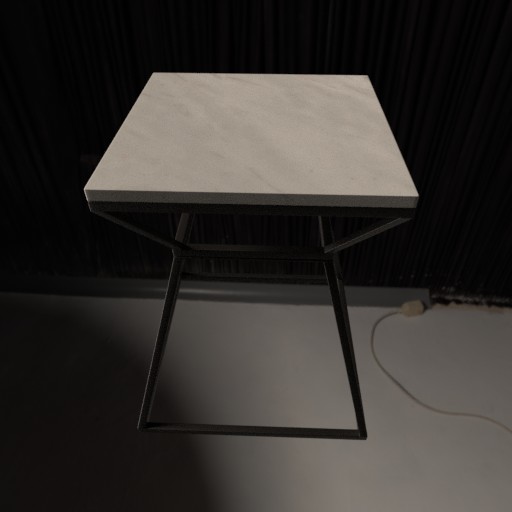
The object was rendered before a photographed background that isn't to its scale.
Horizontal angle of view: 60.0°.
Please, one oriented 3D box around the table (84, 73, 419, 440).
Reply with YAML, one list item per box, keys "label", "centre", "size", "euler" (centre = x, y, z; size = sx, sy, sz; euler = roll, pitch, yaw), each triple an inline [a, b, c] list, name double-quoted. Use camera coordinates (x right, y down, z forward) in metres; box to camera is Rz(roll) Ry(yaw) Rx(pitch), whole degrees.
- label: "table"
  centre: [0.000, 0.000, 0.869]
  size: [0.455, 0.559, 0.455]
  euler: [1, 41, 2]
